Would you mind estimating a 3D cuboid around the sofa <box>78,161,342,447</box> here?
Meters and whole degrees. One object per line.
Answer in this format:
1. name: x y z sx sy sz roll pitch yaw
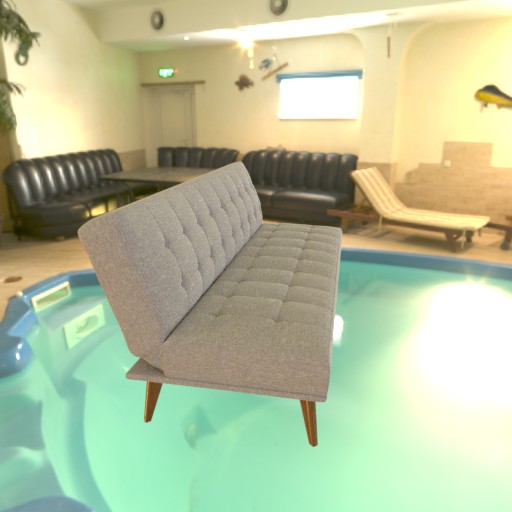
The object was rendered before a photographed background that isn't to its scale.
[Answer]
1. sofa: 0.000 0.000 2.321 0.860 0.810 1.800 4 18 11
